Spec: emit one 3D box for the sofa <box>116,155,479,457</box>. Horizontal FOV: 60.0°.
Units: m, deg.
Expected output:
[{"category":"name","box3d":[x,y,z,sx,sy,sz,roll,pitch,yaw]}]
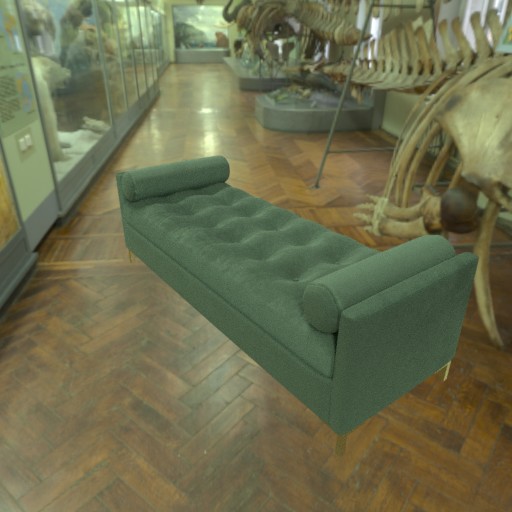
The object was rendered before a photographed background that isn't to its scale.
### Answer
[{"category":"sofa","box3d":[0.000,0.000,2.499,0.796,0.705,2.102,-19,32,-32]}]
